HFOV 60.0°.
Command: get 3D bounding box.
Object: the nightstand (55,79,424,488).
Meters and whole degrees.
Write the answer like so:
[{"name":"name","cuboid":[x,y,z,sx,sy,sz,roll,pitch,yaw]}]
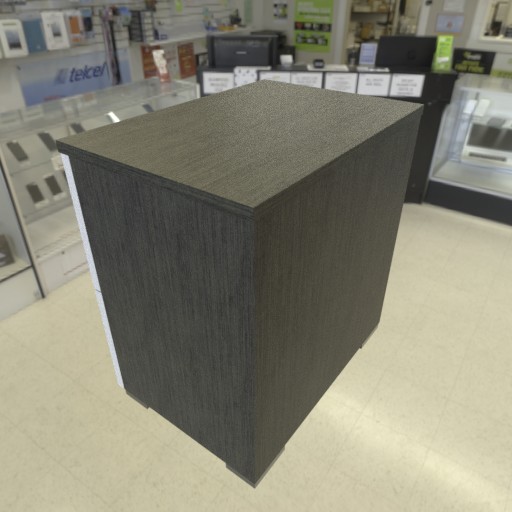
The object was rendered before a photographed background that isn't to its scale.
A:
[{"name":"nightstand","cuboid":[0.000,0.000,0.750,0.325,0.460,0.441,22,39,30]}]
